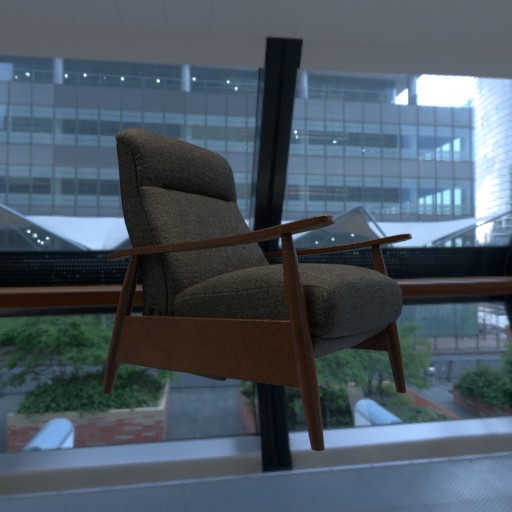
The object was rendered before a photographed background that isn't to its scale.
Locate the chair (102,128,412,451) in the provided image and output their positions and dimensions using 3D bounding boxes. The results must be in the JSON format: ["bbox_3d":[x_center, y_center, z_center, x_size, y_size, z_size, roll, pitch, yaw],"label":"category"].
[{"bbox_3d":[0.000,0.000,1.774,1.014,1.082,0.762,-2,-3,36],"label":"chair"}]
